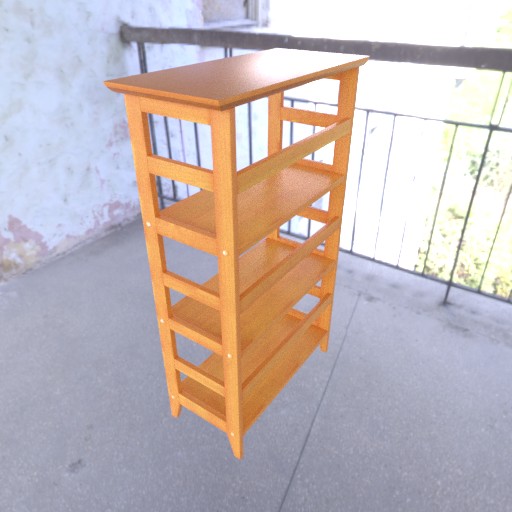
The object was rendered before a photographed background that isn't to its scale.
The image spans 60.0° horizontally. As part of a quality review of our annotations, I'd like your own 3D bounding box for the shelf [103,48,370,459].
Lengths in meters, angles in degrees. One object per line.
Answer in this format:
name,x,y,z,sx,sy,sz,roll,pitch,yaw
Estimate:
shelf,0.000,0.000,1.344,0.305,1.067,0.660,20,37,29
